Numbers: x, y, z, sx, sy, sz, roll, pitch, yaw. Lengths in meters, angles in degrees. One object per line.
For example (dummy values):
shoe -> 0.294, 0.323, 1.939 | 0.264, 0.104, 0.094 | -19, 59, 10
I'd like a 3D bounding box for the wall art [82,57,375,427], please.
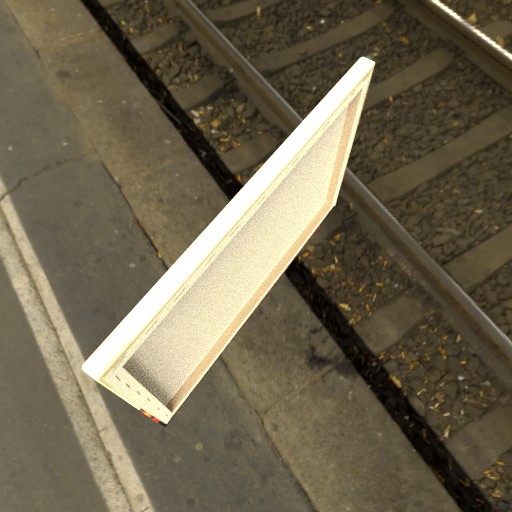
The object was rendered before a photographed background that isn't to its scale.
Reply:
wall art -> 0.000, 0.000, 1.149 | 0.038, 0.602, 0.918 | 33, 67, 16
